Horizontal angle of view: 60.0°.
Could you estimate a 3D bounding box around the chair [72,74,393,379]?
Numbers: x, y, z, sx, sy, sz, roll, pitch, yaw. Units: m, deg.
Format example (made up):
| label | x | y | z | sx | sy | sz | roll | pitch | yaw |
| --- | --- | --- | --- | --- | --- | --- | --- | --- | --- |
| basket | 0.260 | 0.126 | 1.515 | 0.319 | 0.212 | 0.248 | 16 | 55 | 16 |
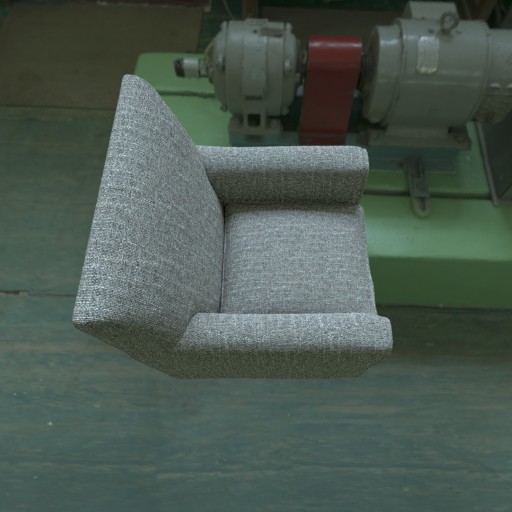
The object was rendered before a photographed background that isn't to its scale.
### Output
| label | x | y | z | sx | sy | sz | roll | pitch | yaw |
| --- | --- | --- | --- | --- | --- | --- | --- | --- | --- |
| chair | 0.000 | 0.000 | 1.647 | 0.873 | 0.928 | 0.864 | 1 | 63 | 0 |
